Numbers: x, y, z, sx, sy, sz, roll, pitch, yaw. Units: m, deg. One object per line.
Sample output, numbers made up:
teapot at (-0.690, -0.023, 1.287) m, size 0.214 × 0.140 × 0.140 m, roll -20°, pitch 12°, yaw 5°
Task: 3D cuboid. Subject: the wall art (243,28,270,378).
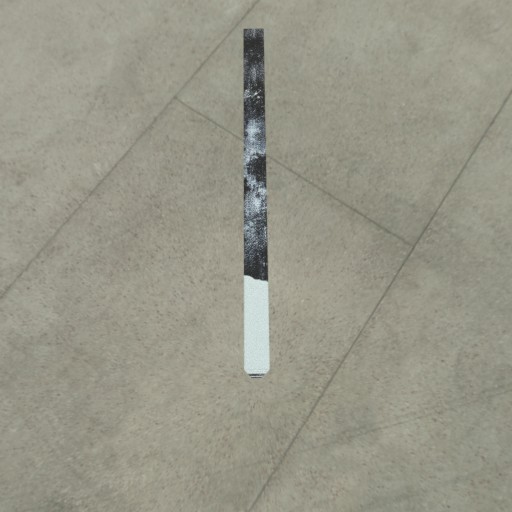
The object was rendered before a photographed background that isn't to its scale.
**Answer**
wall art at (0.000, 0.000, 1.172) m, size 0.041 × 0.915 × 0.610 m, roll -1°, pitch 74°, yaw 0°
